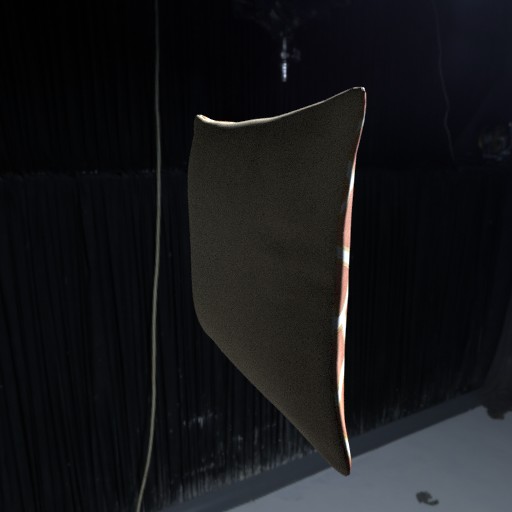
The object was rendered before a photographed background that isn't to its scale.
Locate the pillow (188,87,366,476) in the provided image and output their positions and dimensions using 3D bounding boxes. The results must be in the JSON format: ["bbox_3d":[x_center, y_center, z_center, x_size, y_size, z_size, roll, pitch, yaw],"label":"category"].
[{"bbox_3d":[0.000,0.000,0.786,0.166,0.508,0.552,-7,16,-26],"label":"pillow"}]
